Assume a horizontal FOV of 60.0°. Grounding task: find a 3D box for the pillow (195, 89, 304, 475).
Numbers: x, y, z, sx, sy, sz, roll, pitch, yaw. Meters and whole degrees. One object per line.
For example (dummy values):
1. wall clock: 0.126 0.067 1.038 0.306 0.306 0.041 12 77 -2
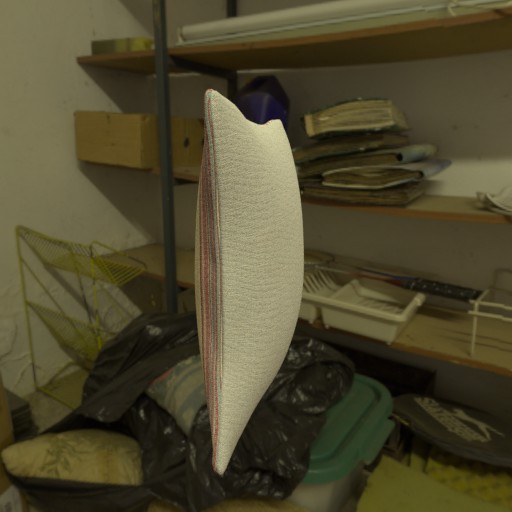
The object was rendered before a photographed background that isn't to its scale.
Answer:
1. pillow: 0.000 0.000 0.660 0.136 0.419 0.437 3 14 11
